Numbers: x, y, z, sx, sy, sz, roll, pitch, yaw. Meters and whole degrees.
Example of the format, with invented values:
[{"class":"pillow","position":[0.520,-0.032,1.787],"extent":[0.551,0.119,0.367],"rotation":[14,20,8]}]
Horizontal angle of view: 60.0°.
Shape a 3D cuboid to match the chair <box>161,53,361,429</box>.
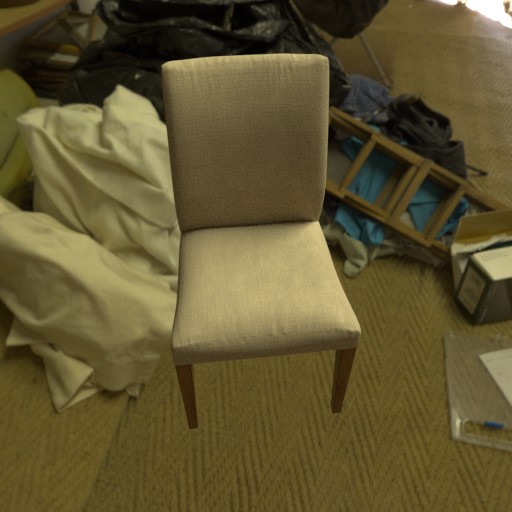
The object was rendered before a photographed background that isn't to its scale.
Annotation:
[{"class":"chair","position":[0.000,0.000,1.295],"extent":[0.496,0.940,0.585],"rotation":[-5,47,-4]}]
